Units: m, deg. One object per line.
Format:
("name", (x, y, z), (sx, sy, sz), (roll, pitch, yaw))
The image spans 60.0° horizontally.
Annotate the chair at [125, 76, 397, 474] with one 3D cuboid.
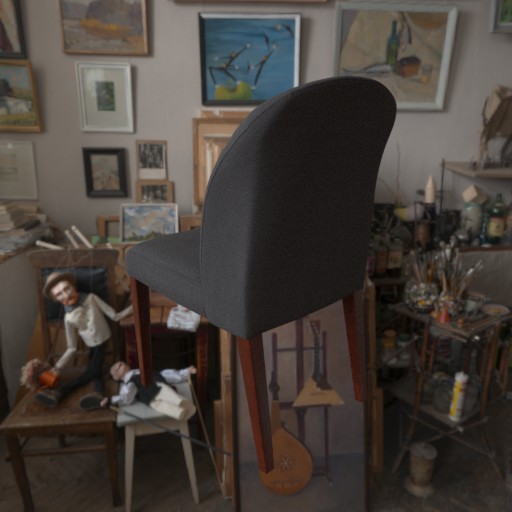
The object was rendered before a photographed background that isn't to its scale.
("chair", (0.000, 0.000, 1.224), (0.506, 0.879, 0.619), (-15, 22, -42))
